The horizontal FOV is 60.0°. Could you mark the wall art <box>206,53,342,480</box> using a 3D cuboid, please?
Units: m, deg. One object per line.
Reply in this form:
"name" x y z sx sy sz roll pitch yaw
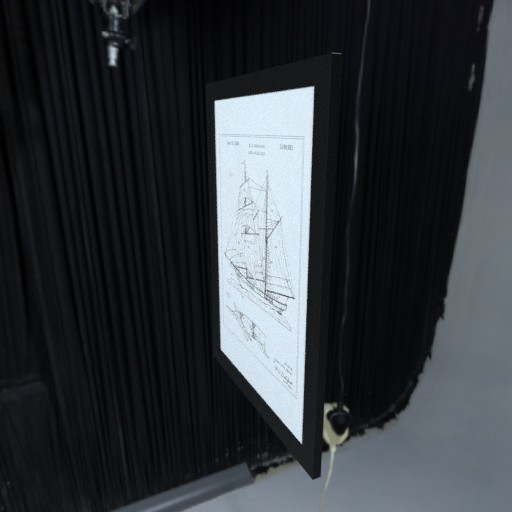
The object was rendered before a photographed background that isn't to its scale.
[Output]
"wall art" 0.000 0.000 0.597 0.011 0.459 0.326 -8 18 -25
